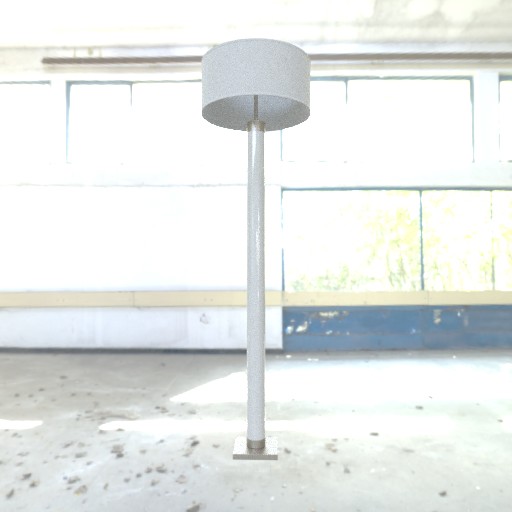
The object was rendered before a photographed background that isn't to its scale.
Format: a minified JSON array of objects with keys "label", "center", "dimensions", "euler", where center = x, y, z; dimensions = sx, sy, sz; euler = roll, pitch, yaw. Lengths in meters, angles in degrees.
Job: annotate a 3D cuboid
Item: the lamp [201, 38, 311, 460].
[{"label":"lamp","center":[0.000,0.000,1.685],"dimensions":[0.420,1.475,0.420],"euler":[0,-1,2]}]
